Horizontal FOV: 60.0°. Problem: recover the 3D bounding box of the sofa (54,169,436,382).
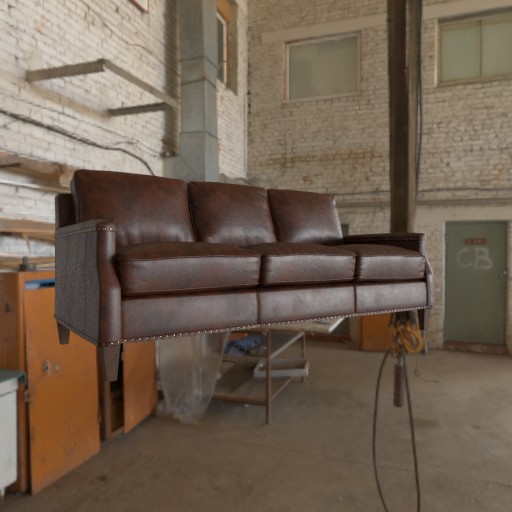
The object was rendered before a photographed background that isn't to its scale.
[{"bbox_3d":[0.000,0.000,2.791,2.240,1.003,1.084,0,0,-35],"label":"sofa"}]
